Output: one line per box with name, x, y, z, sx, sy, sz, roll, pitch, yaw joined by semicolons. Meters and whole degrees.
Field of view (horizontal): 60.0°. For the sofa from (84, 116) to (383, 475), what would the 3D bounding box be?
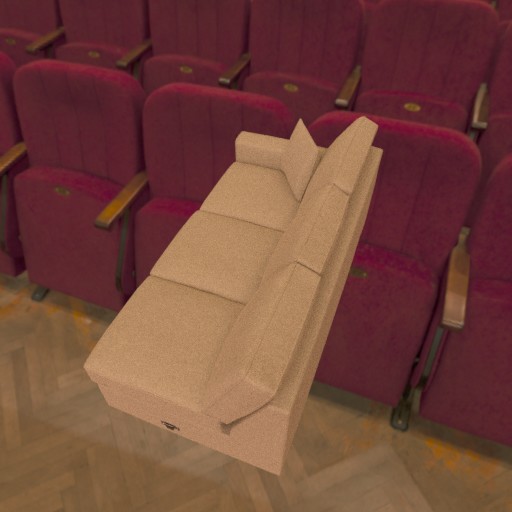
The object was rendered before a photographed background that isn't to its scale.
sofa;0.000;0.000;2.575;1.034;0.946;1.962;16;49;15
